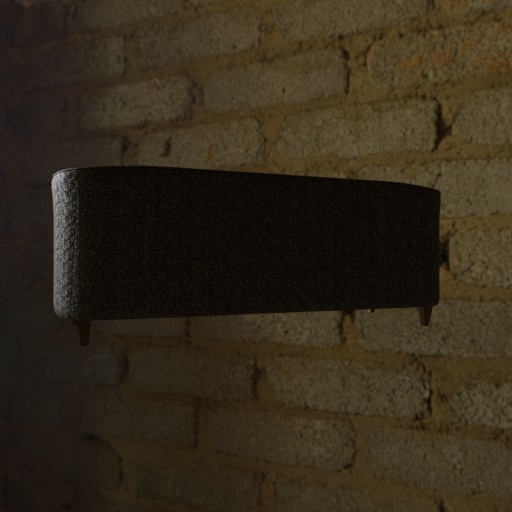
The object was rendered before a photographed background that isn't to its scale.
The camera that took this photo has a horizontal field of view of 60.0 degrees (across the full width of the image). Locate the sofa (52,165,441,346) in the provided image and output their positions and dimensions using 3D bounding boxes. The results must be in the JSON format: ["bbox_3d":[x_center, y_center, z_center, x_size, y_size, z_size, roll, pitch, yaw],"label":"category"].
[{"bbox_3d":[0.000,0.000,2.739,2.278,0.855,0.941,0,0,-19],"label":"sofa"}]
